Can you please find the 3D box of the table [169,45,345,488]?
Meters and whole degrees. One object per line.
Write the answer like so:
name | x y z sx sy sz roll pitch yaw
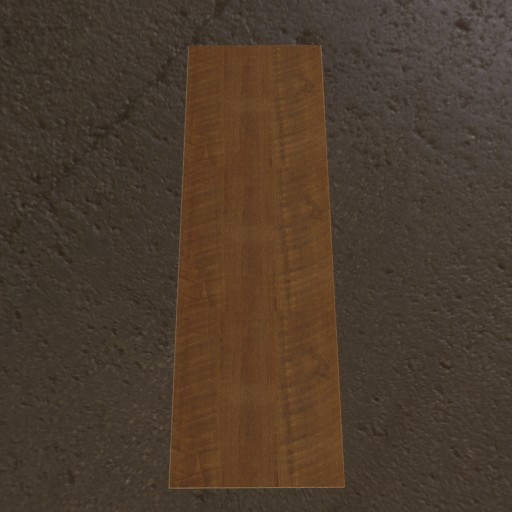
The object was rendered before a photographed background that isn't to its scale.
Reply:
table | 0.000 0.000 1.690 0.499 0.491 1.499 0 74 0
